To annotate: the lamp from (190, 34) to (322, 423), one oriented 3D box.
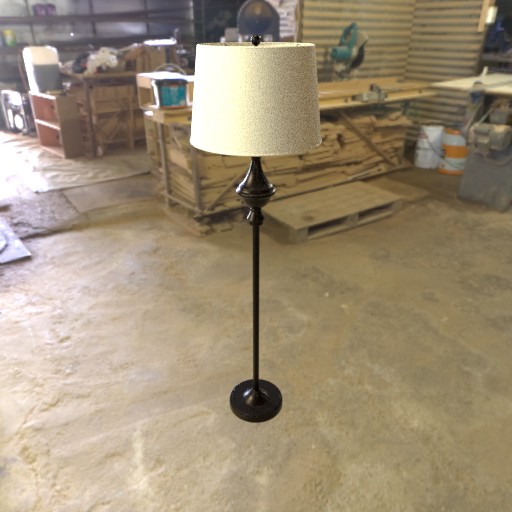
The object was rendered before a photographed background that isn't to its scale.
[{"bbox_3d":[0.000,0.000,1.660,0.431,1.484,0.431,0,27,0],"label":"lamp"}]
